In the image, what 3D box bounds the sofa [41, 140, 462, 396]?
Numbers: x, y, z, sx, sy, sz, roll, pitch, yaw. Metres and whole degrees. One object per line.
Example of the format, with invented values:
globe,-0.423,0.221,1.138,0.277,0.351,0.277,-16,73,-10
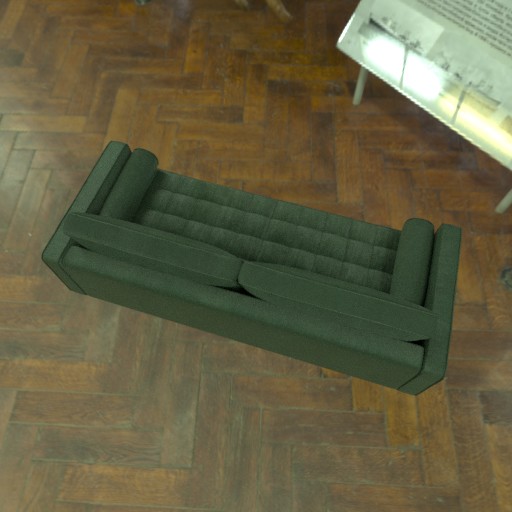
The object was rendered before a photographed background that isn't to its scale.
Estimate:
sofa,0.000,0.000,2.628,2.199,0.769,0.918,15,63,8
